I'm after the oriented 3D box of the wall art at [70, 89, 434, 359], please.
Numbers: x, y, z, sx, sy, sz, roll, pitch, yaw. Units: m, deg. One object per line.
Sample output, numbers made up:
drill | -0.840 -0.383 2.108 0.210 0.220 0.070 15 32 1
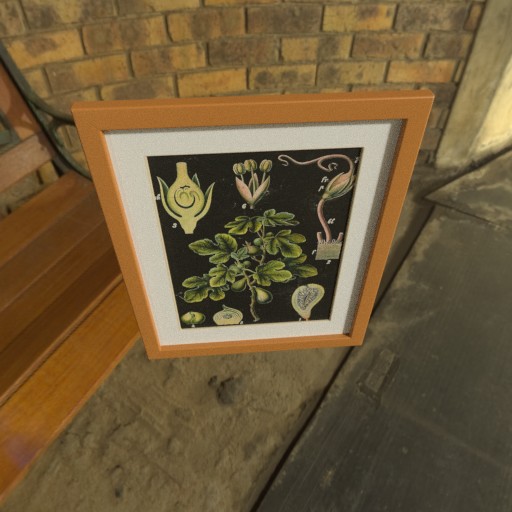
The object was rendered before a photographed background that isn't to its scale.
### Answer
wall art | 0.000 0.000 0.513 0.310 0.379 0.015 -3 45 -3
